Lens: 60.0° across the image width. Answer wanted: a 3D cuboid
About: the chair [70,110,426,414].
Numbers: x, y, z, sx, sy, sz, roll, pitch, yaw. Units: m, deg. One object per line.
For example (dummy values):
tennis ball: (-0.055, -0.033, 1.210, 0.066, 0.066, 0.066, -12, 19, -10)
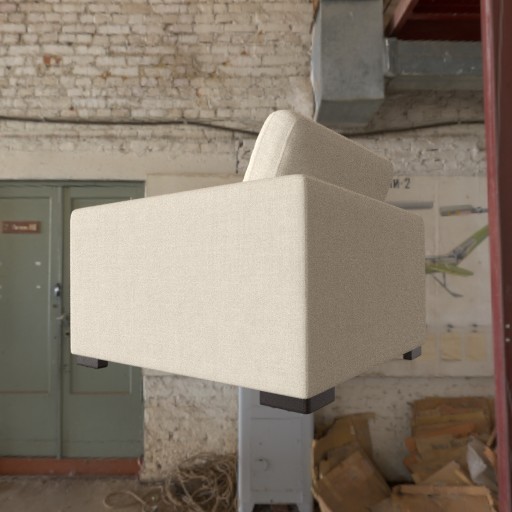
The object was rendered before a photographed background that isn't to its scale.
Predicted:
chair: (0.000, 0.000, 1.872, 1.100, 0.876, 1.070, -1, -2, 36)
